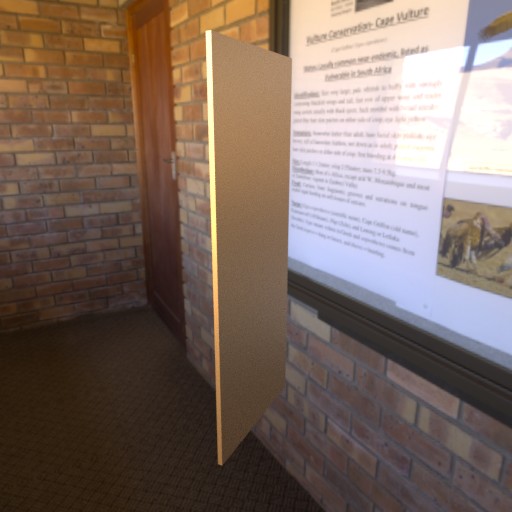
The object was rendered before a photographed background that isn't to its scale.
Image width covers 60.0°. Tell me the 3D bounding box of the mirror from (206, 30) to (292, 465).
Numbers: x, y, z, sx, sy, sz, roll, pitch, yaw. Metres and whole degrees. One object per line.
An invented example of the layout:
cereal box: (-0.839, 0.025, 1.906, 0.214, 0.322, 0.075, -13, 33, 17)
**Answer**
mirror: (0.000, 0.000, 2.351, 0.025, 2.031, 0.812, 8, 18, 26)
